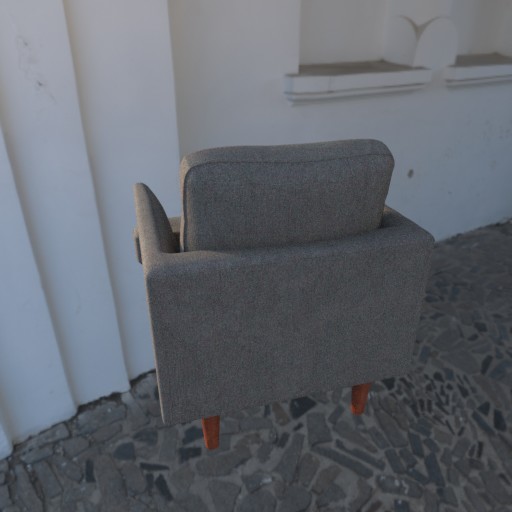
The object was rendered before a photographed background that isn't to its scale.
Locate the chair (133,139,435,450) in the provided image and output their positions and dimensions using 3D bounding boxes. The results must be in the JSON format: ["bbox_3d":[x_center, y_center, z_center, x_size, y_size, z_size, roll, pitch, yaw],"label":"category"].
[{"bbox_3d":[0.000,0.000,1.634,0.858,0.957,0.899,-7,28,-14],"label":"chair"}]
